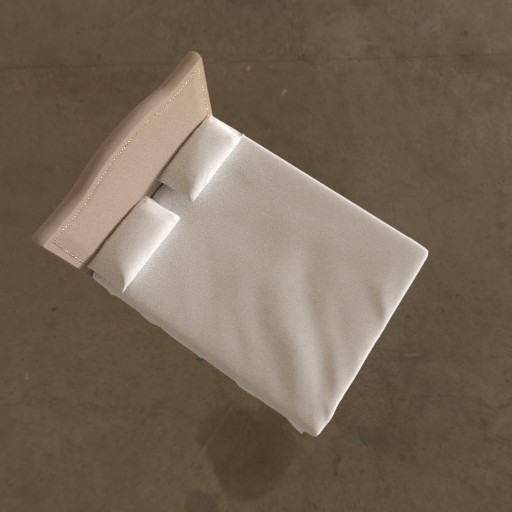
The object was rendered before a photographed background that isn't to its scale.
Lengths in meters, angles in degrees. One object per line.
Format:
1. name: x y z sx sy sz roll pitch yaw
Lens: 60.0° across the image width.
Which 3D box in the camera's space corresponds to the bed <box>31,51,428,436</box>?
1. bed: 0.000 0.000 3.398 2.282 1.436 1.821 34 78 8
